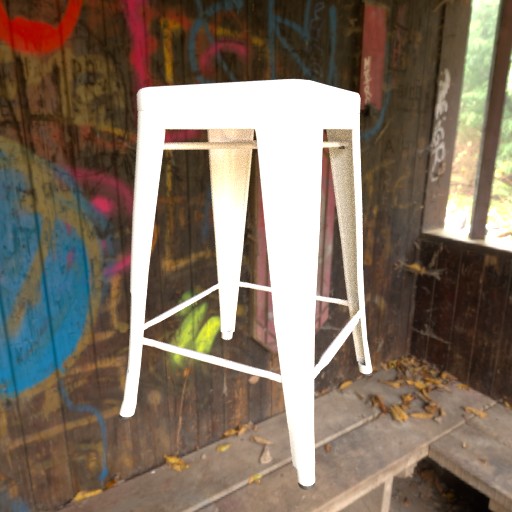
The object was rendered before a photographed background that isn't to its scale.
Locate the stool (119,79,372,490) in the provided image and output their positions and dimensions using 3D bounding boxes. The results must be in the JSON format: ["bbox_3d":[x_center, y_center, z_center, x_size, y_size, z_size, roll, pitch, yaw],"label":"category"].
[{"bbox_3d":[0.000,0.000,0.869,0.406,0.610,0.406,8,18,27],"label":"stool"}]
